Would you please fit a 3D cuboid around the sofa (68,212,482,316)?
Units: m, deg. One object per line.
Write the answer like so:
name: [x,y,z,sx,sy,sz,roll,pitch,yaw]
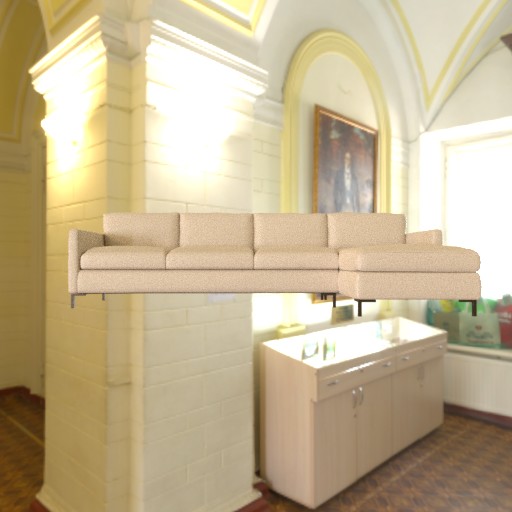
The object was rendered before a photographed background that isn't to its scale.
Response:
sofa: [0.000,0.000,3.267,2.731,0.755,1.258,0,-1,0]
